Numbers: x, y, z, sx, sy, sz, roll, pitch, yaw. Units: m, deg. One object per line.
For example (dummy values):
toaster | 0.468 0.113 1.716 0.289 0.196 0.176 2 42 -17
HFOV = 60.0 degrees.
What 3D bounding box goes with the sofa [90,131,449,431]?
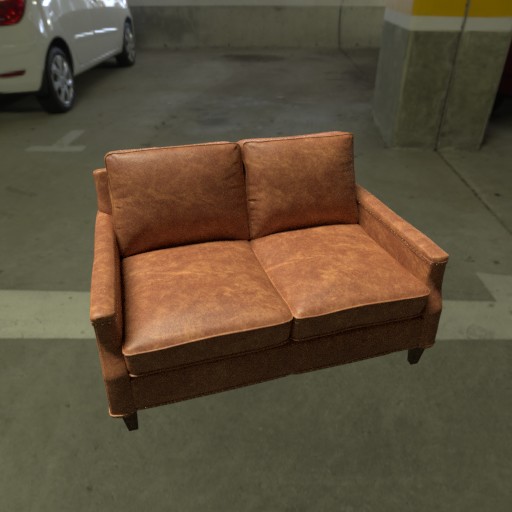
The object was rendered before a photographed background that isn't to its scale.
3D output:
sofa | 0.000 0.000 2.292 1.597 1.003 1.084 -9 33 -14
